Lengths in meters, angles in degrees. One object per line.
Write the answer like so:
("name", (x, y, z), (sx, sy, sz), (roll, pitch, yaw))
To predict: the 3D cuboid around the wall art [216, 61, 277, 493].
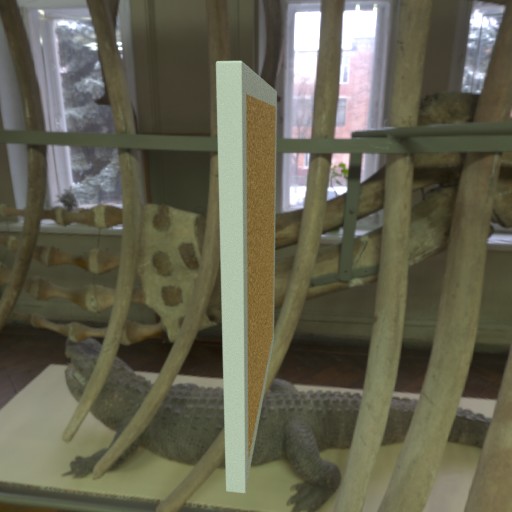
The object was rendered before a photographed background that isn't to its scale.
("wall art", (0.000, 0.000, 0.754), (0.028, 0.556, 0.454), (2, 17, 7))
